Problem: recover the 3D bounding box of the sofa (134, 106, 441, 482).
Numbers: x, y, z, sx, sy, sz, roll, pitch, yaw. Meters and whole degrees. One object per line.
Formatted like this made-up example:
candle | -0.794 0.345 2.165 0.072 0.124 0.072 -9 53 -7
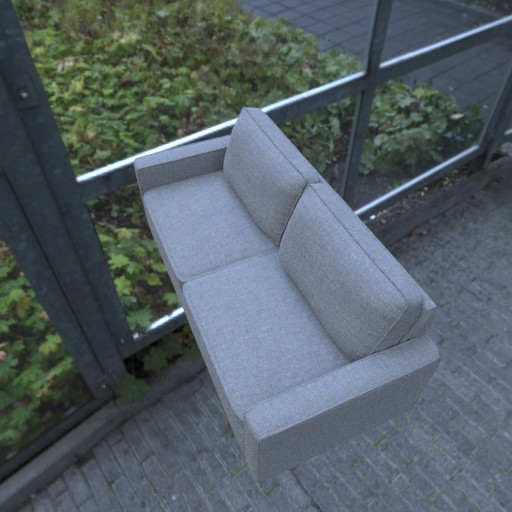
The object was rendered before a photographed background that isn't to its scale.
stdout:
sofa | 0.000 0.000 2.586 0.945 0.918 2.078 -18 50 -16
